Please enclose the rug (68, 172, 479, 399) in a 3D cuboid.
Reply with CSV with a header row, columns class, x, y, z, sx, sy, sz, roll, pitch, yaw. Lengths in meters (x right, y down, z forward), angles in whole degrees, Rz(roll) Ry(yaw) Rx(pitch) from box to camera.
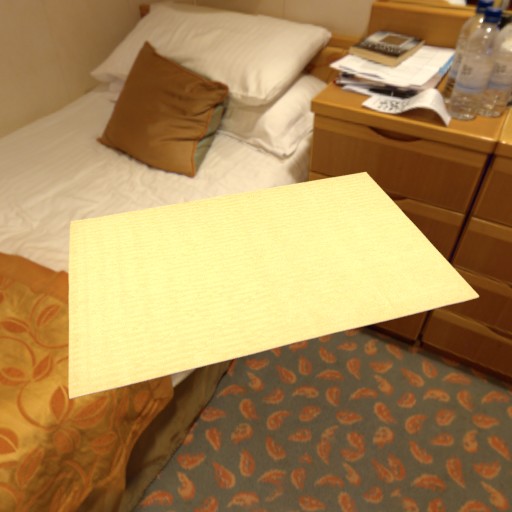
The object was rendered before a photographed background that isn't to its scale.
class,x,y,z,sx,sy,sz,roll,pitch,yaw
rug,0.000,0.000,3.020,2.441,0.014,1.531,-11,43,-12
